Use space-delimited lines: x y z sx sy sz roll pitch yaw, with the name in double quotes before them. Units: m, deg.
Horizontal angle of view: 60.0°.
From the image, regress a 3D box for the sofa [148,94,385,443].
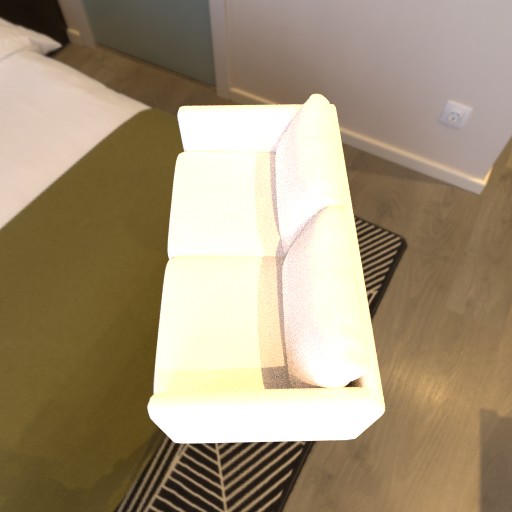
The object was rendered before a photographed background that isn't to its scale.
"sofa" 0.000 0.000 2.297 0.940 0.893 1.713 -1 58 -1
